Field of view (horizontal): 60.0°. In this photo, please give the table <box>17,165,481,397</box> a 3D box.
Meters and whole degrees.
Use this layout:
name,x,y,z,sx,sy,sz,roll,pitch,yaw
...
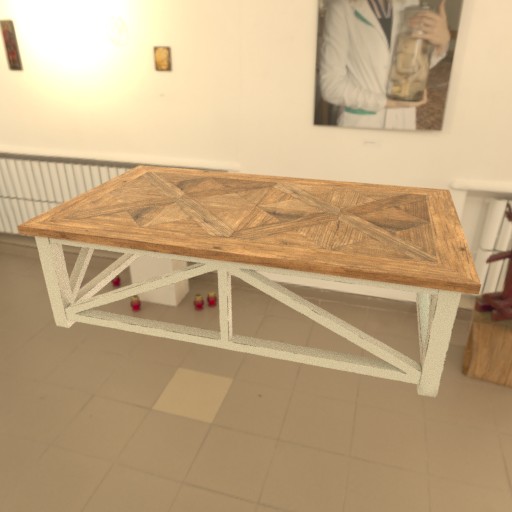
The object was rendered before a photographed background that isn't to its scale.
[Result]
name,x,y,z,sx,sy,sz,roll,pitch,yaw
table,0.000,0.000,1.714,1.400,0.410,0.800,7,27,14
